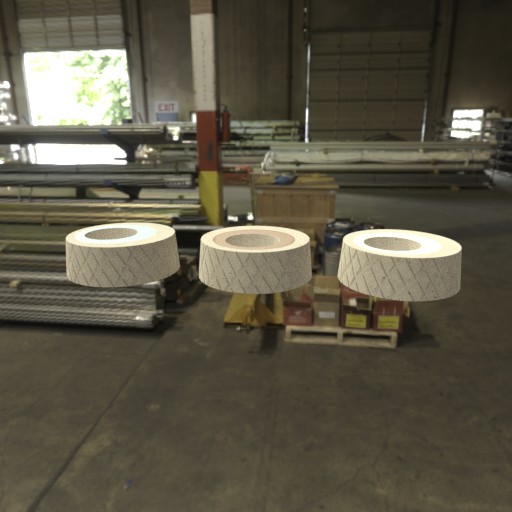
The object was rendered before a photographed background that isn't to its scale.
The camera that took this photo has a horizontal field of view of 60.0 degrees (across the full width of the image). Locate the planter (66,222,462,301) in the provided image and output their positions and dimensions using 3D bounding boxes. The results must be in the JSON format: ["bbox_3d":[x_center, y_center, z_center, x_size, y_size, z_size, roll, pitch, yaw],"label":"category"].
[{"bbox_3d":[0.000,0.000,0.443,0.390,0.038,0.114,2,17,7],"label":"planter"}]
